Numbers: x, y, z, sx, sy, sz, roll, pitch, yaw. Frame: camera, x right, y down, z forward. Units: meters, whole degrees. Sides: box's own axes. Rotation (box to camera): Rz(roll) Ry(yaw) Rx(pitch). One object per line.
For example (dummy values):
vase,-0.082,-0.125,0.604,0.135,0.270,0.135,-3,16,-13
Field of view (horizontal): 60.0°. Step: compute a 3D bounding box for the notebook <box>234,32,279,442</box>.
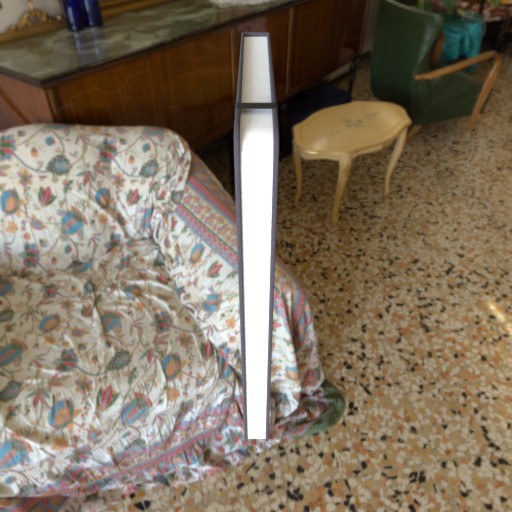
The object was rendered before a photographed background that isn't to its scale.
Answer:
notebook,0.000,0.000,0.262,0.016,0.213,0.127,0,41,0
